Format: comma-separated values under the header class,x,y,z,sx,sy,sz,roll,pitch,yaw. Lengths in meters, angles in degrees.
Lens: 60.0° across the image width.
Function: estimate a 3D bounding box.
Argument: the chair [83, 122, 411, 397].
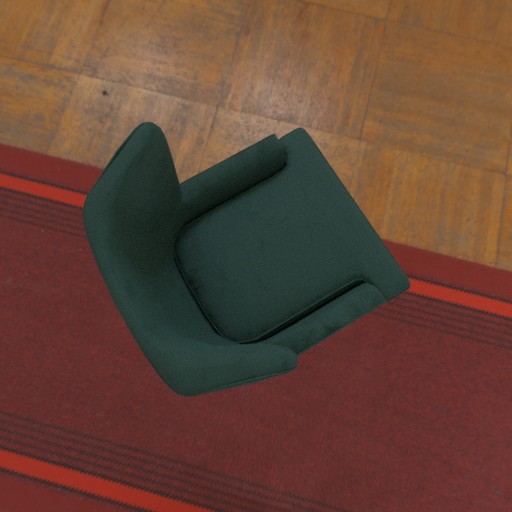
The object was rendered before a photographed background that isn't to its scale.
class,x,y,z,sx,sy,sz,roll,pitch,yaw
chair,0.000,0.000,1.629,0.910,0.952,0.793,-30,78,-7
